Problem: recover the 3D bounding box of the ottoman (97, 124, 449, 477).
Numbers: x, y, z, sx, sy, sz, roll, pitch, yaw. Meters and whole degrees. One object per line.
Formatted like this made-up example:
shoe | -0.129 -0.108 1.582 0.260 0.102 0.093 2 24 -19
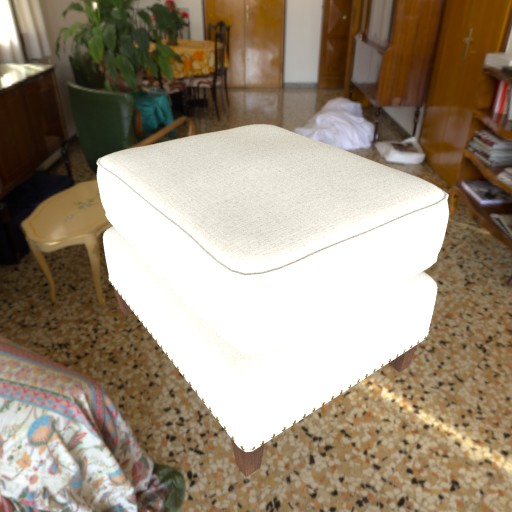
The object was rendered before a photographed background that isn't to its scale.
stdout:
ottoman | 0.000 0.000 1.155 0.589 0.537 0.738 -21 37 -30
